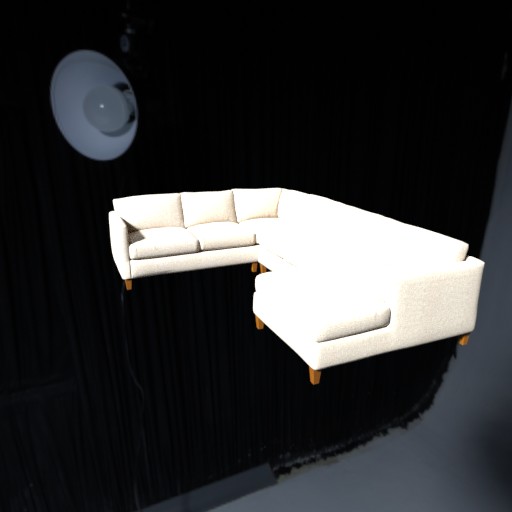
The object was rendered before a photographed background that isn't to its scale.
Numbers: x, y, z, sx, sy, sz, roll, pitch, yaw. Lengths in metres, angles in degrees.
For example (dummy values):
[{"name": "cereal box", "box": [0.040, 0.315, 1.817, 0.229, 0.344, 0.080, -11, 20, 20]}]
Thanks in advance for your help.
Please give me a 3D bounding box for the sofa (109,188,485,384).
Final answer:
[{"name": "sofa", "box": [0.000, 0.000, 4.643, 2.594, 0.961, 3.460, -7, 18, -23]}]
